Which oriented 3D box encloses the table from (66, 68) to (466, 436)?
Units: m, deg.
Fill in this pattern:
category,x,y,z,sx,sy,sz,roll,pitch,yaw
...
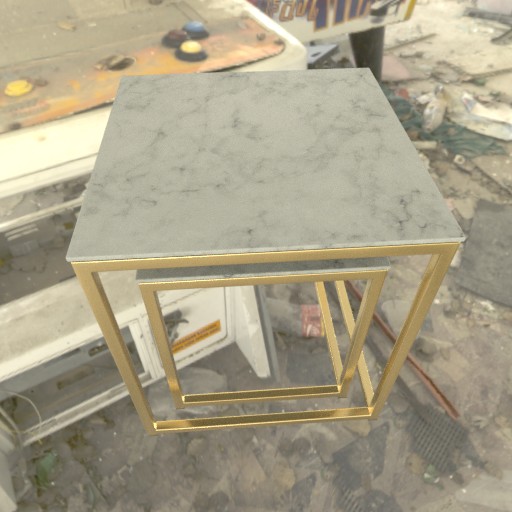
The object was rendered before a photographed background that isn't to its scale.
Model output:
category,x,y,z,sx,sy,sz,roll,pitch,yaw
table,0.000,0.000,0.830,0.450,0.500,0.450,-3,47,-3
